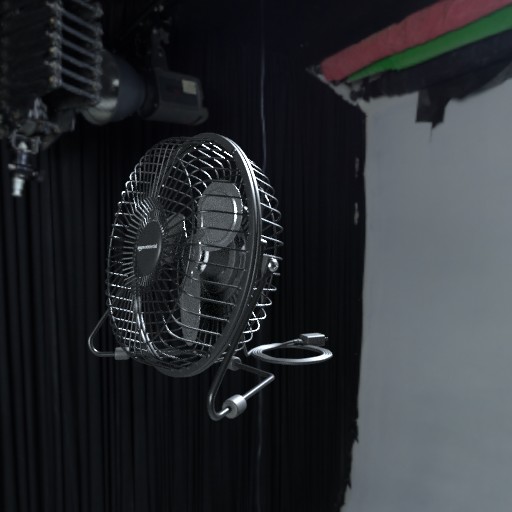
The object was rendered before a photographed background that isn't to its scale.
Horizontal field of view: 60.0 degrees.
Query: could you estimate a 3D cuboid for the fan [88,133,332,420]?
[{"bbox_3d":[0.000,0.000,0.383,0.227,0.188,0.209,0,0,-38],"label":"fan"}]
